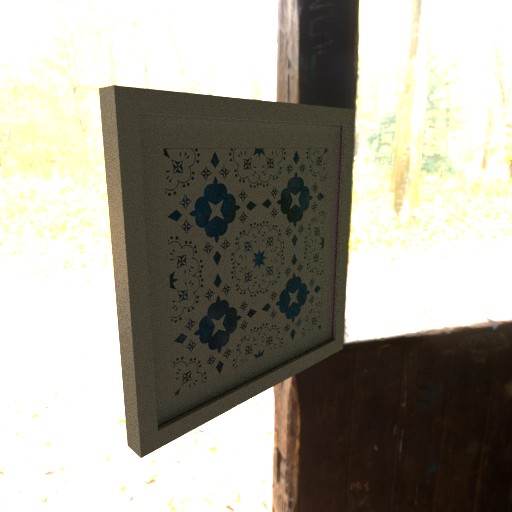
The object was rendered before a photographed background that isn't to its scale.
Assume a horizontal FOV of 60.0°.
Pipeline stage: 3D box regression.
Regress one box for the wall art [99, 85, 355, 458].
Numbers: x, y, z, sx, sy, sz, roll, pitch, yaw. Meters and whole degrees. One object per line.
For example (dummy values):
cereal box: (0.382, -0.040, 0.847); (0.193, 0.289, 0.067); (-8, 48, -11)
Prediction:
wall art: (0.000, 0.000, 0.536); (0.355, 0.355, 0.027); (-13, 19, -43)
